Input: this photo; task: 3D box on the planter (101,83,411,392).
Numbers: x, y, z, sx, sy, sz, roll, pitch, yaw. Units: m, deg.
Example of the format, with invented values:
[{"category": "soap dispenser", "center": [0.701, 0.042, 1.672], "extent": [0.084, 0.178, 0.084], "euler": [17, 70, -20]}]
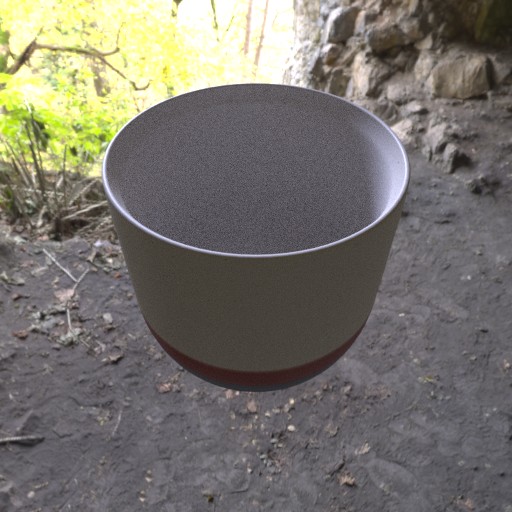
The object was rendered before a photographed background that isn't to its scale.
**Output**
[{"category": "planter", "center": [0.000, 0.000, 0.487], "extent": [0.268, 0.270, 0.268], "euler": [0, 46, 0]}]
